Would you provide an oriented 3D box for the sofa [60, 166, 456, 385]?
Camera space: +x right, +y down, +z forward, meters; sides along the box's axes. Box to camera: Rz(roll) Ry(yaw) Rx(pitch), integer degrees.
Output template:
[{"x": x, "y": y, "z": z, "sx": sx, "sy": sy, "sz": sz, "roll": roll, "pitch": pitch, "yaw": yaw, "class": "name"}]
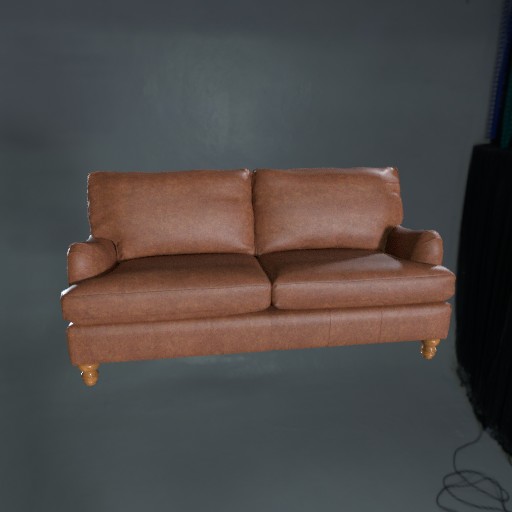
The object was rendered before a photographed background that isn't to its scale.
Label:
[{"x": 0.000, "y": 0.000, "z": 2.833, "sx": 2.144, "sy": 1.071, "sz": 1.147, "roll": -2, "pitch": 16, "yaw": -8, "class": "sofa"}]
